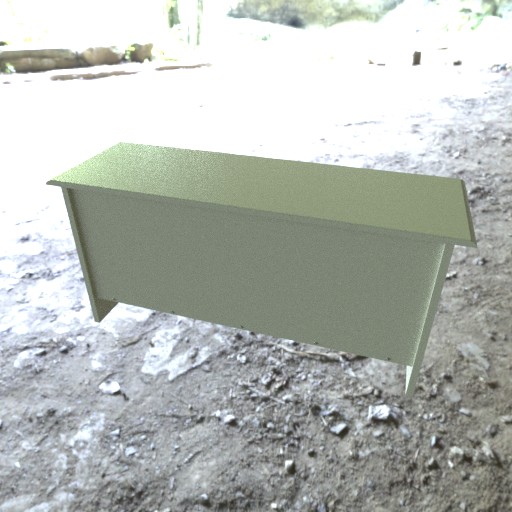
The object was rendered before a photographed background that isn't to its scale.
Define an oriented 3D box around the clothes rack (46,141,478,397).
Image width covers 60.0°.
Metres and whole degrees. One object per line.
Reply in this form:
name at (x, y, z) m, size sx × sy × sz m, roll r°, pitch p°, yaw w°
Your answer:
clothes rack at (0.000, 0.000, 1.496) m, size 1.218 × 0.558 × 0.405 m, roll 10°, pitch 34°, yaw 15°
